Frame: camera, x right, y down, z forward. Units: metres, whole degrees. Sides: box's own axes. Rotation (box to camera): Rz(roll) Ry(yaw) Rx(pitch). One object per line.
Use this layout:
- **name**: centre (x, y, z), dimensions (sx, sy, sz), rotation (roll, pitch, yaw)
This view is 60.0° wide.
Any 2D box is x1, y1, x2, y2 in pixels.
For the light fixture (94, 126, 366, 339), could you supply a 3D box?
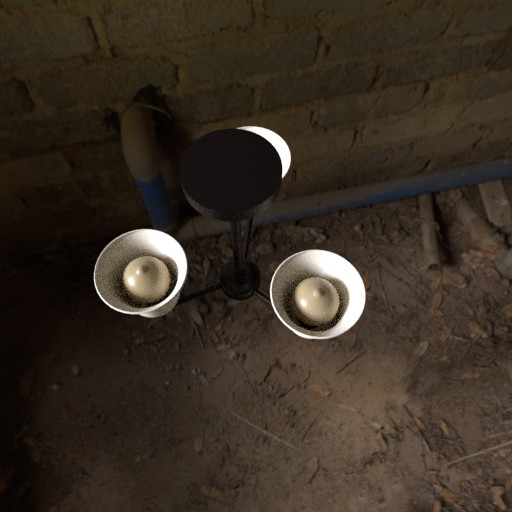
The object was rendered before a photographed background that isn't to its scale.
- **light fixture**: centre (0.000, 0.000, 0.671), dimensions (0.354, 0.370, 0.388), rotation (35, 69, 16)
